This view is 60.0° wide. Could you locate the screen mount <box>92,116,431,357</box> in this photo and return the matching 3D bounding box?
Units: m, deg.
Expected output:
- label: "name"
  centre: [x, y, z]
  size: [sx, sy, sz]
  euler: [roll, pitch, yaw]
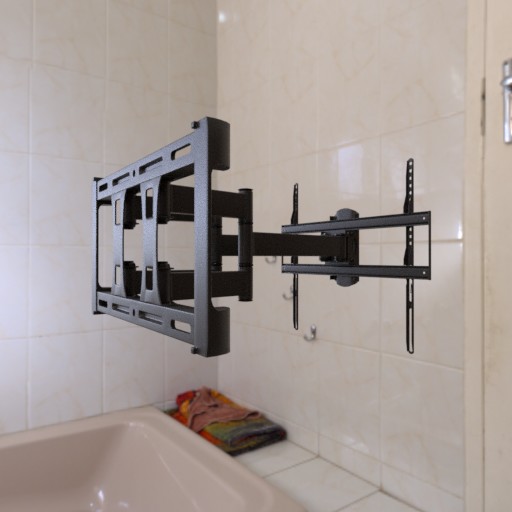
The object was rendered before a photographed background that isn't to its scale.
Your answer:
- label: "screen mount"
  centre: [0.000, 0.000, 0.962]
  size: [0.556, 0.424, 0.571]
  euler: [0, 0, -35]
